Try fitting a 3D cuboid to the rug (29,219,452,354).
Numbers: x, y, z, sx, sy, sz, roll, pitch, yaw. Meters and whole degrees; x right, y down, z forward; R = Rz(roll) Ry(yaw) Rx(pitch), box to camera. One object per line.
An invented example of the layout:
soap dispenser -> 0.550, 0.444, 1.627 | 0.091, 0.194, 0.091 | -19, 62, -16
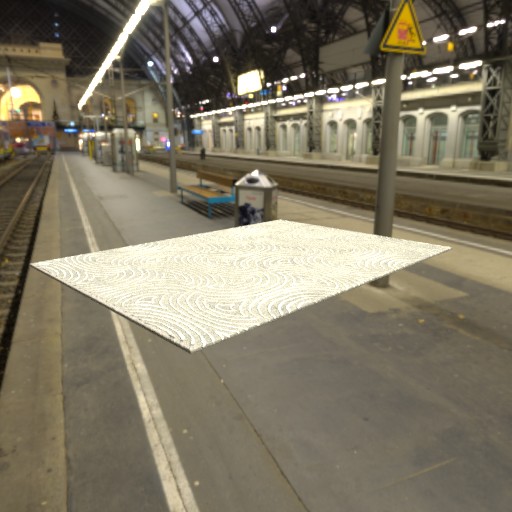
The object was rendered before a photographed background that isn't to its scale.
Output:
rug -> 0.000, 0.000, 2.746 | 2.144, 0.015, 1.543 | -14, 20, -43
